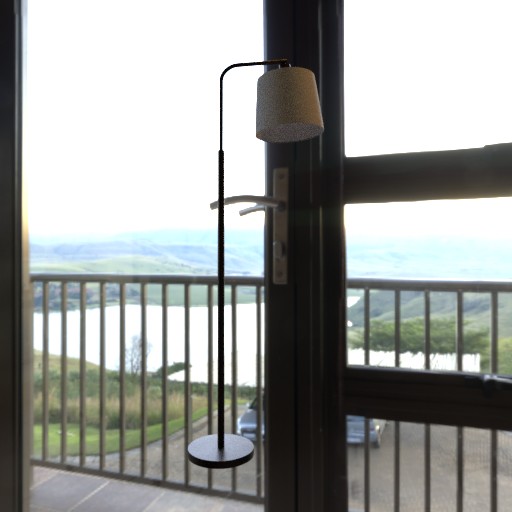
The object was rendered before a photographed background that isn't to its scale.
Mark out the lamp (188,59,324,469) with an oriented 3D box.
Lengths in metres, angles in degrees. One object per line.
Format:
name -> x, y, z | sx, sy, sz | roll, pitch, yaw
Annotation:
lamp -> 0.000, 0.000, 1.661 | 0.508, 1.478, 0.254 | 0, 0, 0
